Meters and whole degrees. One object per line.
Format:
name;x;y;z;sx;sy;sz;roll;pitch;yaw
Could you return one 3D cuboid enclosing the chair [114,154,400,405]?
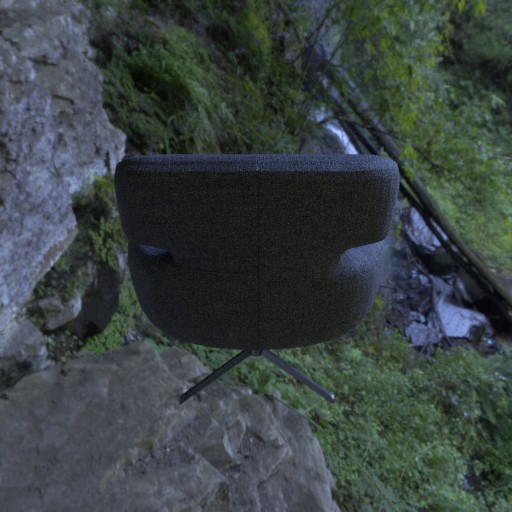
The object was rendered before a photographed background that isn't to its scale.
chair;0.000;0.000;1.337;0.706;0.812;0.715;0;30;0
